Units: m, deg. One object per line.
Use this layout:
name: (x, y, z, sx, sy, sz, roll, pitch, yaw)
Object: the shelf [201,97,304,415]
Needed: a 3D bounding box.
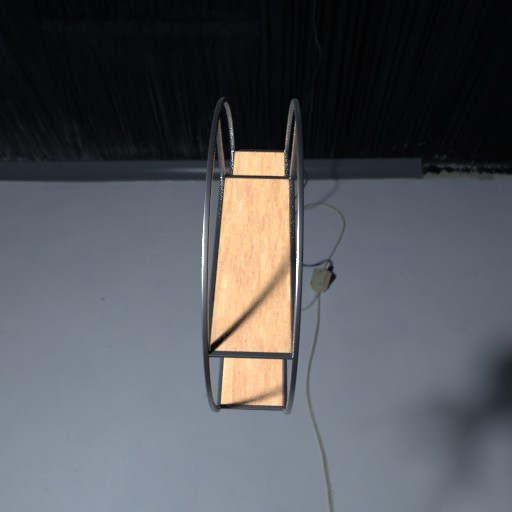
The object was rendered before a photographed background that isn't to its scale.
shelf: (0.000, 0.000, 1.325, 0.202, 0.888, 0.888, 1, 58, 1)
